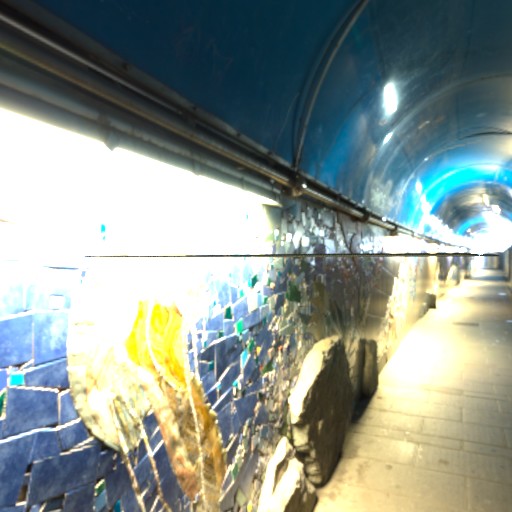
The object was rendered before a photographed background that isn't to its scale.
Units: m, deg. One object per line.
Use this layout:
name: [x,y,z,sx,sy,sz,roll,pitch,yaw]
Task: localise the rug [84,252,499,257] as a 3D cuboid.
rug: [0.000,0.000,2.359,2.196,0.011,0.662,0,0,37]
